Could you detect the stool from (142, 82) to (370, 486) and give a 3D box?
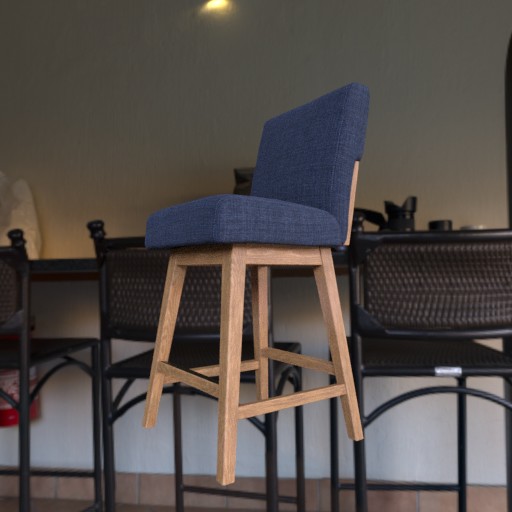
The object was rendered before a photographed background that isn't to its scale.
[{"bbox_3d":[0.000,0.000,1.300,0.526,1.010,0.459,1,-2,-36],"label":"stool"}]
